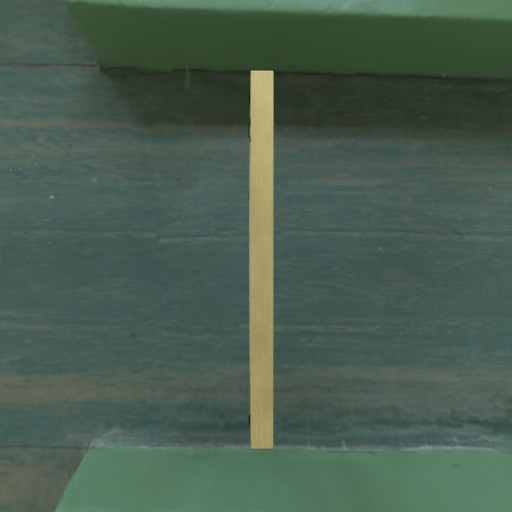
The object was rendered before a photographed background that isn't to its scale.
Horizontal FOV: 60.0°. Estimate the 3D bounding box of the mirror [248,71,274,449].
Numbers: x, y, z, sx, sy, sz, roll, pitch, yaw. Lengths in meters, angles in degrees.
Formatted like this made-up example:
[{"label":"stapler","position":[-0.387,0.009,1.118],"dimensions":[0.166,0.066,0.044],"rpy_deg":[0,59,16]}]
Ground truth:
[{"label":"mirror","position":[0.000,0.000,1.171],"dimensions":[0.041,0.915,0.609],"rpy_deg":[0,91,-1]}]
